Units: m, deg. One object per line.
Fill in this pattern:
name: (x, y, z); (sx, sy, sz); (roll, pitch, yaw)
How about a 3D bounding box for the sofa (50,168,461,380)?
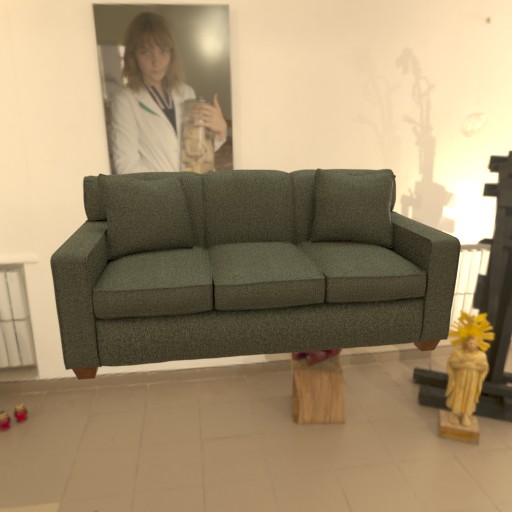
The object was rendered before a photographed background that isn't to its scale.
sofa: (0.000, 0.000, 2.597); (2.024, 0.958, 0.997); (-3, 17, -9)
